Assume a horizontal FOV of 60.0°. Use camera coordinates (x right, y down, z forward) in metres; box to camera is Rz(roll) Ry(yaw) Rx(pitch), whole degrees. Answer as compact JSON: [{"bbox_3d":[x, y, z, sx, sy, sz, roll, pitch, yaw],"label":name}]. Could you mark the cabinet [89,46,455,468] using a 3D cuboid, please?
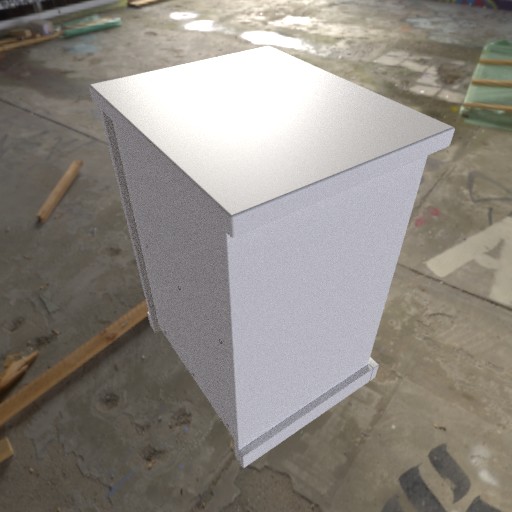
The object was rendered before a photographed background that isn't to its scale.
[{"bbox_3d":[0.000,0.000,1.027,0.431,0.723,0.520,-25,47,-25],"label":"cabinet"}]
